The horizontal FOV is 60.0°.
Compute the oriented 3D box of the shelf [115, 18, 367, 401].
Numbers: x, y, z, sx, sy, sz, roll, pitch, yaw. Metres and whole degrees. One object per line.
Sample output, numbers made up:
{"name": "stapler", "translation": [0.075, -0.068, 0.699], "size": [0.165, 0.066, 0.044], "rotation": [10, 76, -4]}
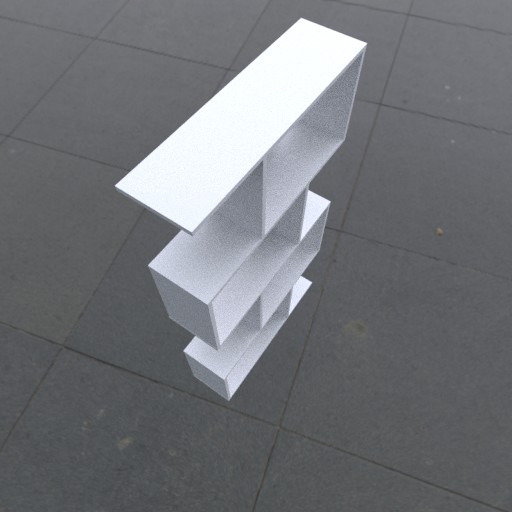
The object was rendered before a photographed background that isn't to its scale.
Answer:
{"name": "shelf", "translation": [0.000, 0.000, 1.970], "size": [0.250, 1.650, 0.890], "rotation": [31, 63, 17]}
